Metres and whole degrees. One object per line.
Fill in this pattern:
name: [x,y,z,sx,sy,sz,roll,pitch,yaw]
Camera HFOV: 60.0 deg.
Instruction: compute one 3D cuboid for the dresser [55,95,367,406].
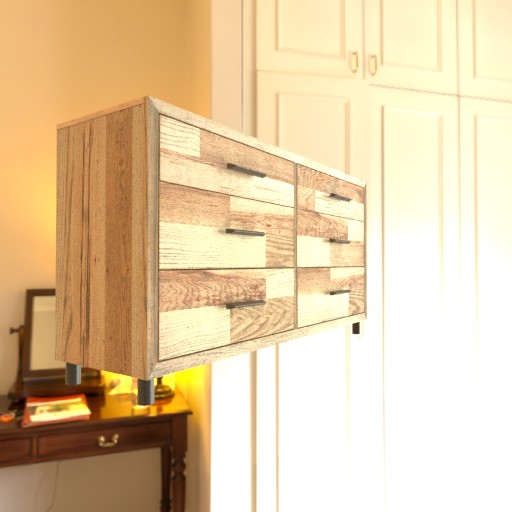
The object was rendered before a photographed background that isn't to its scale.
dresser: [0.000,0.000,1.917,0.487,0.834,1.547,-1,-1,35]
